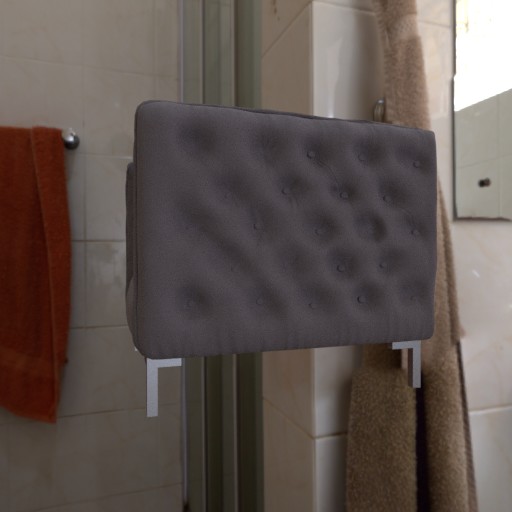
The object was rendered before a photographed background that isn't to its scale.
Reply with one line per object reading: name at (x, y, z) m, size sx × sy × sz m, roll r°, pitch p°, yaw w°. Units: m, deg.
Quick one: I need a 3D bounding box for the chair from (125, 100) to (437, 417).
chair at (0.000, 0.000, 1.626) m, size 0.913 × 0.807 × 0.946 m, roll 0°, pitch 1°, yaw -18°
